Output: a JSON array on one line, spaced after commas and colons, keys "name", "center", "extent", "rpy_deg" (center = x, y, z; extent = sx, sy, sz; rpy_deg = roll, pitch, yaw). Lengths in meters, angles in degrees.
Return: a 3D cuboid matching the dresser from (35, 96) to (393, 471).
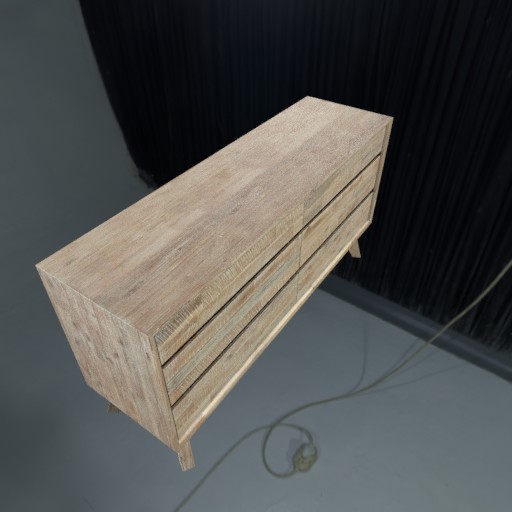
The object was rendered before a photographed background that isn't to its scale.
[{"name": "dresser", "center": [0.000, 0.000, 1.913], "extent": [0.455, 0.805, 1.554], "rpy_deg": [24, 46, 26]}]
